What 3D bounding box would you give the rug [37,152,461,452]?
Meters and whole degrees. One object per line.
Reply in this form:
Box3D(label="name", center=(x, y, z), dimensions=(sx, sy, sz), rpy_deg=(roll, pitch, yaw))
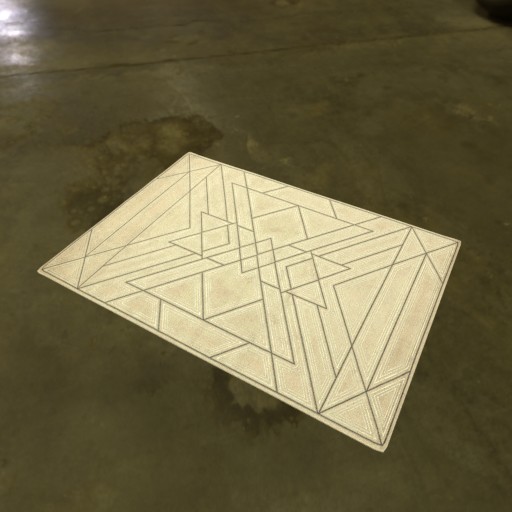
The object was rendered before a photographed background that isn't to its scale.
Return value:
Box3D(label="rug", center=(0.000, 0.000, 4.317), dimensions=(3.381, 0.026, 2.436), rpy_deg=(22, 49, 21))
